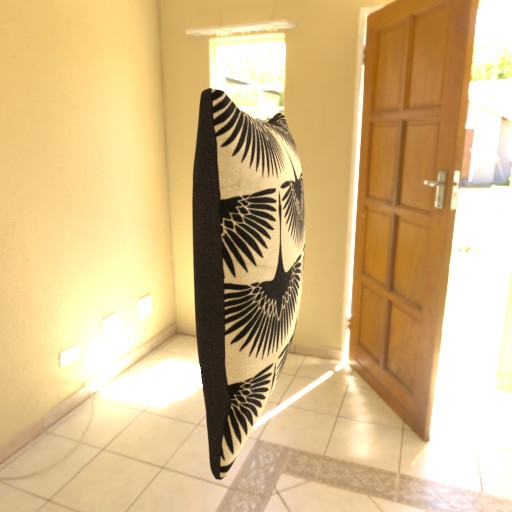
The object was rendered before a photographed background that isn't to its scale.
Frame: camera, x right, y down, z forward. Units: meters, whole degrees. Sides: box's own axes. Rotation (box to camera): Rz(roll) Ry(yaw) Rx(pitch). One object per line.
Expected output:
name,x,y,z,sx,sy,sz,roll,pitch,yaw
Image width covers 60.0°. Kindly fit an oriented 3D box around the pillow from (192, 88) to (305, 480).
pillow,0.000,0.000,0.665,0.139,0.432,0.432,3,15,11
